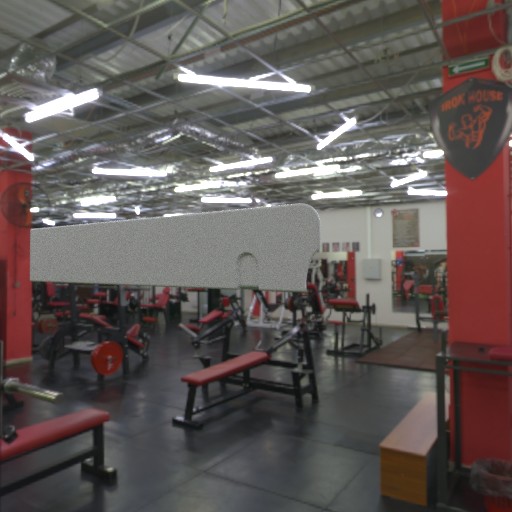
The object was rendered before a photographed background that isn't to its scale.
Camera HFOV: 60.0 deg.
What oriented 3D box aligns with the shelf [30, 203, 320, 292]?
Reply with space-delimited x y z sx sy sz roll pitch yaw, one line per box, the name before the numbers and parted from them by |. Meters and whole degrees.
shelf | 0.000 0.000 0.457 0.310 0.050 0.310 -1 -2 36
